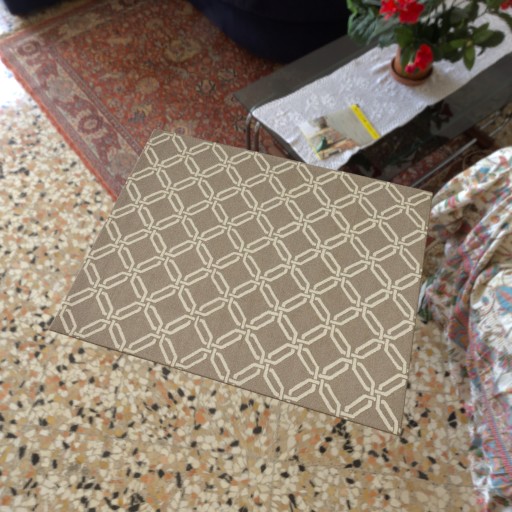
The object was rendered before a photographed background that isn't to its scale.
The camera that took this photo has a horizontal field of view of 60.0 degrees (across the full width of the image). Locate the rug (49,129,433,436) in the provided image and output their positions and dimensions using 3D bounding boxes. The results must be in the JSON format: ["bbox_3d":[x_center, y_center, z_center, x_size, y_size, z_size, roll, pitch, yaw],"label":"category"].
[{"bbox_3d":[0.000,0.000,3.969,2.895,0.018,2.288,15,64,7],"label":"rug"}]
